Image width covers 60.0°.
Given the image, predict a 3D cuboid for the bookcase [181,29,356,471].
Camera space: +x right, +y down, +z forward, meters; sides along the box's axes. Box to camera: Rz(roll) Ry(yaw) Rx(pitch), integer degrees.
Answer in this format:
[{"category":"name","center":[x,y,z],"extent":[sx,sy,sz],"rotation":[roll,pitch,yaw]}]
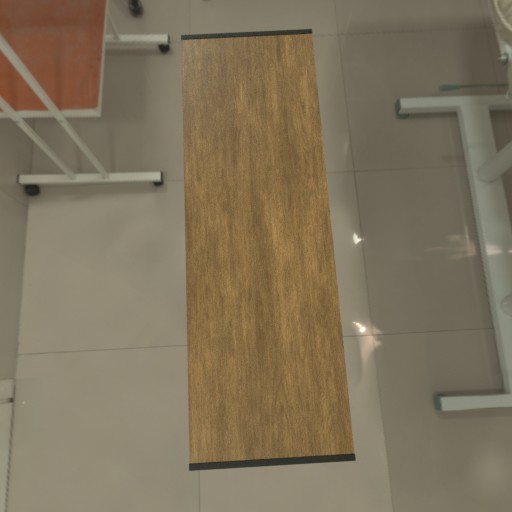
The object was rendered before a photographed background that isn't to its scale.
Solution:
[{"category":"bookcase","center":[0.000,0.000,1.478],"extent":[0.391,0.712,1.149],"rotation":[-3,76,-1]}]
